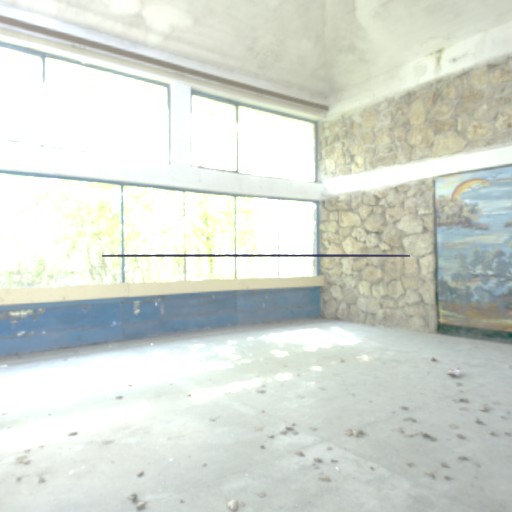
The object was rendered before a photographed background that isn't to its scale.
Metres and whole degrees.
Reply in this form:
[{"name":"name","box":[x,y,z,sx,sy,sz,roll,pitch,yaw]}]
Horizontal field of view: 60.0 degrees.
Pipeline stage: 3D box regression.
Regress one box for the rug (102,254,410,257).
[{"name":"rug","box":[0.000,0.000,3.625,2.386,0.014,2.386,0,0,0]}]
